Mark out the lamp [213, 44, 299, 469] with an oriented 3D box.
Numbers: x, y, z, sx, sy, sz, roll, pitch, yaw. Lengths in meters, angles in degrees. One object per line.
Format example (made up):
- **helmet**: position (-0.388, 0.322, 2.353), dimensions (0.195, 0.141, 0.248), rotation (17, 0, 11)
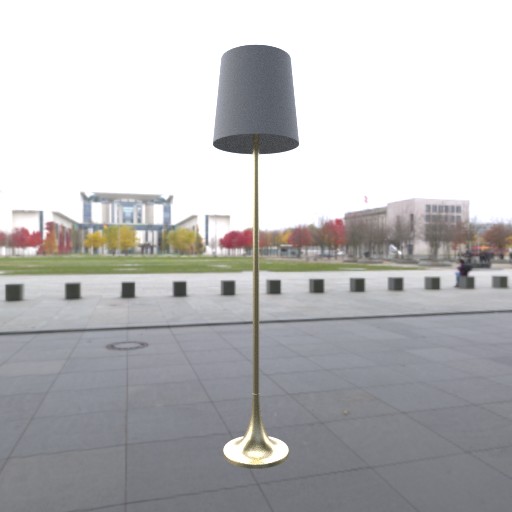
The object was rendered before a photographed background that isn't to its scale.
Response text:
- **lamp**: position (0.000, 0.000, 1.733), dimensions (0.337, 1.543, 0.337), rotation (0, 1, 0)
